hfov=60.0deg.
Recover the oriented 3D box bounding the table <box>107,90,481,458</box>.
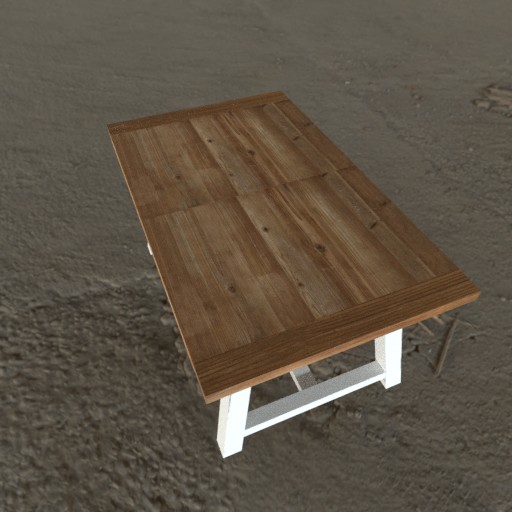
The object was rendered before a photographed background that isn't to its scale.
[{"bbox_3d":[0.000,0.000,2.031,0.922,0.743,1.503,-17,48,-16],"label":"table"}]
